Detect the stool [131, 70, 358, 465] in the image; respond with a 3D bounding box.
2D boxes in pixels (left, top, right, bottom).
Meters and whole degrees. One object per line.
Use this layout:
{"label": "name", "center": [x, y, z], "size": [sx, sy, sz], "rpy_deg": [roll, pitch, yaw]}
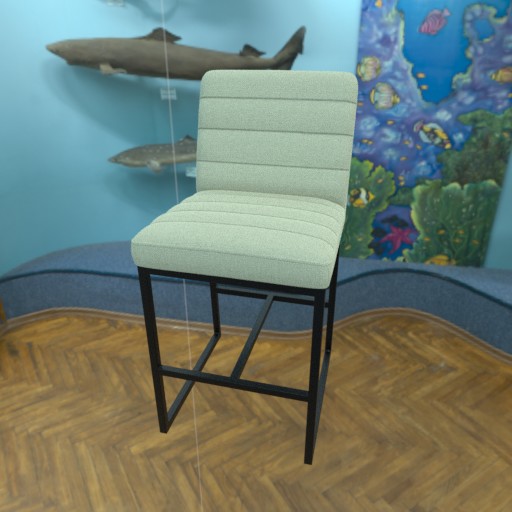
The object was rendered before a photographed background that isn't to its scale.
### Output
{"label": "stool", "center": [0.000, 0.000, 1.242], "size": [0.460, 0.940, 0.560], "rpy_deg": [6, 26, 13]}
